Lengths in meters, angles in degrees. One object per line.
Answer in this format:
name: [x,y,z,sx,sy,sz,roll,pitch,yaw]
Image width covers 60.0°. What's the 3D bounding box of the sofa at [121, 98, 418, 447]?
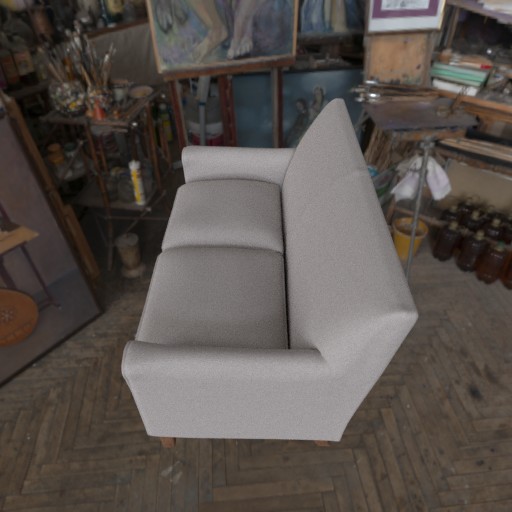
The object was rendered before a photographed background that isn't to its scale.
sofa: [0.000,0.000,2.017,0.888,0.890,1.482,1,41,1]
